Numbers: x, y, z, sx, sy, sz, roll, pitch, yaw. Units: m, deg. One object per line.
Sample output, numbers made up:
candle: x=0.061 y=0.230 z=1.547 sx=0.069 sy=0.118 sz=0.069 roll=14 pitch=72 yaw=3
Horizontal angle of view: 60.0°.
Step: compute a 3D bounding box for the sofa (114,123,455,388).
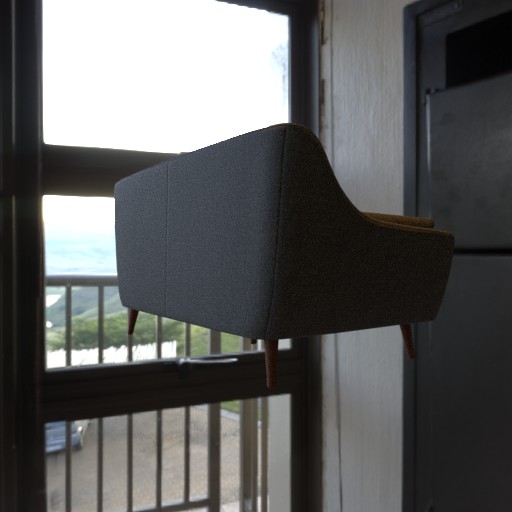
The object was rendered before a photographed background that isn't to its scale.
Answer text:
sofa: x=0.000 y=0.000 z=2.241 sx=0.976 sy=0.887 sz=1.646 roll=0 pitch=0 yaw=-37
